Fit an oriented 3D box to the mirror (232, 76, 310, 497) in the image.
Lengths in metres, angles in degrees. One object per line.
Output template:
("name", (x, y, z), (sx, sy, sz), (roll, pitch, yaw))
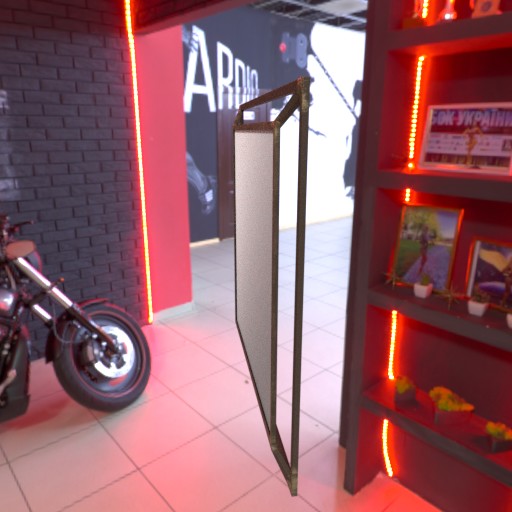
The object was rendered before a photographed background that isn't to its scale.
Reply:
("mirror", (0.000, 0.000, 0.896), (0.032, 0.610, 0.610), (-2, 16, -9))
